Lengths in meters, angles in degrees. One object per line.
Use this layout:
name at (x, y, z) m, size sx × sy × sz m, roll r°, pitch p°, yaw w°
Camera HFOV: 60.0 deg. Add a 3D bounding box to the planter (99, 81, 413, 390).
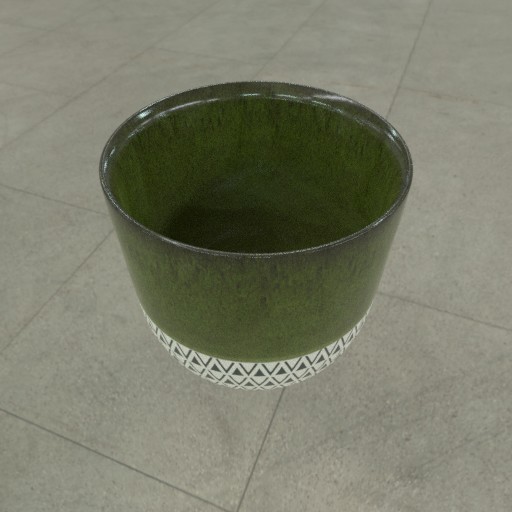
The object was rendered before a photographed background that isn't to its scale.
planter at (0.000, 0.000, 0.481) m, size 0.266 × 0.270 × 0.266 m, roll 0°, pitch 46°, yaw 0°
